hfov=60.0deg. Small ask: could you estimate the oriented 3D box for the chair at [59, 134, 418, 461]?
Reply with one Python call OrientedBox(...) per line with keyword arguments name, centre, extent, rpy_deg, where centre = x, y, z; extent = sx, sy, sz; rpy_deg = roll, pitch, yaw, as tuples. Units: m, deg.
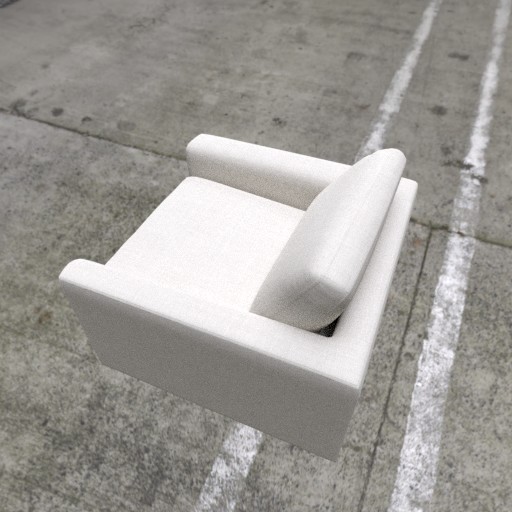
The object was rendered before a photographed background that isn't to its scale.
OrientedBox(name="chair", centre=(0.000, 0.000, 1.861), extent=(1.100, 0.876, 1.070), rpy_deg=(17, 48, 16))
